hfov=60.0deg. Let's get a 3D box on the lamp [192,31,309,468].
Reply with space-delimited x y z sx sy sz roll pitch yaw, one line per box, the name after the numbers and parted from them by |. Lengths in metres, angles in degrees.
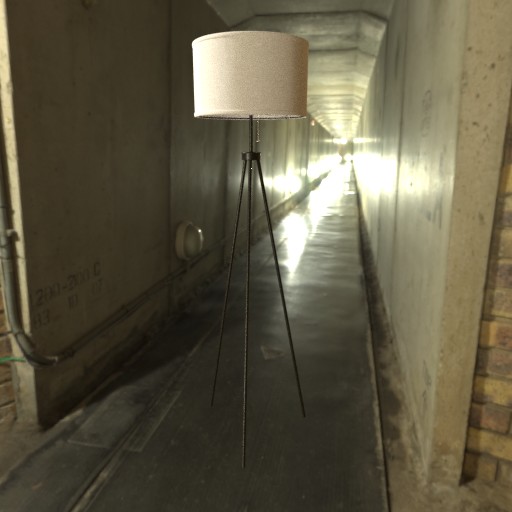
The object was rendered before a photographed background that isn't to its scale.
0.000 0.000 1.771 0.458 1.545 0.448 -7 16 -25 | lamp
